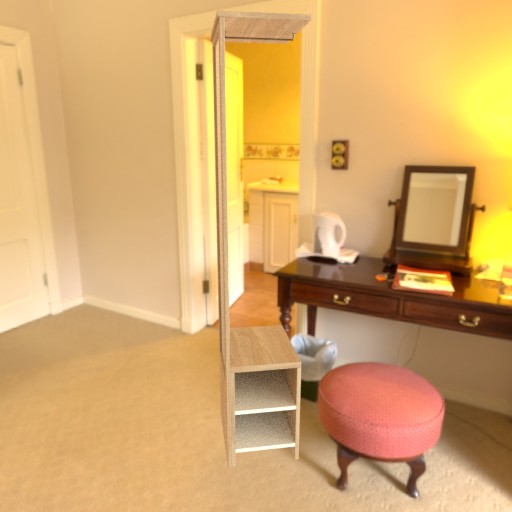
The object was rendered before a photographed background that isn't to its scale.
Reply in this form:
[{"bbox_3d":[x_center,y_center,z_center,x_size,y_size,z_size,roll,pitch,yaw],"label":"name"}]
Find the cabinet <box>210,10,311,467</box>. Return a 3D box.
[{"bbox_3d":[0.000,0.000,1.996,0.338,1.879,0.411,-2,15,-9],"label":"cabinet"}]
